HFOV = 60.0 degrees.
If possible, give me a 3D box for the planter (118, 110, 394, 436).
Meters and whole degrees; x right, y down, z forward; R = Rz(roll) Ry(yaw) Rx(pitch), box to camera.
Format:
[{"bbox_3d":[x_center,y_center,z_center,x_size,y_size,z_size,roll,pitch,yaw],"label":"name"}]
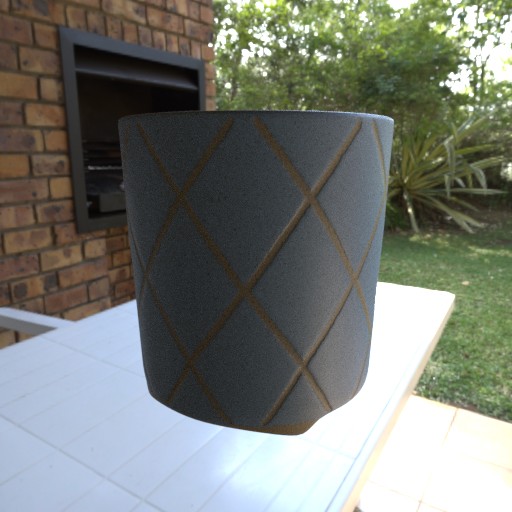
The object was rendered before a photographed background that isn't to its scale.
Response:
[{"bbox_3d":[0.000,0.000,0.342,0.191,0.200,0.191,0,14,0],"label":"planter"}]
